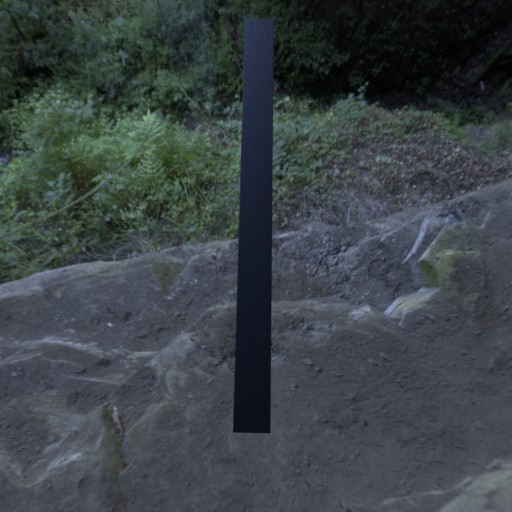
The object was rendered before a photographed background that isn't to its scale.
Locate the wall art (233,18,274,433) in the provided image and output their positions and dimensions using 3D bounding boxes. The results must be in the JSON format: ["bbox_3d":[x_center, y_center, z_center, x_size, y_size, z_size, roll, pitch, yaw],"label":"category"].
[{"bbox_3d":[0.000,0.000,0.760,0.038,0.508,0.508,1,75,0],"label":"wall art"}]
